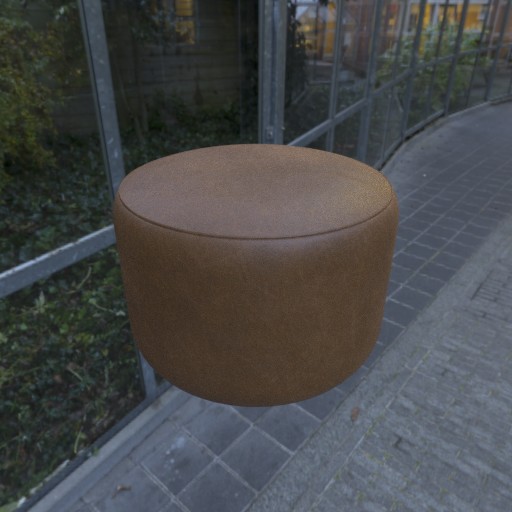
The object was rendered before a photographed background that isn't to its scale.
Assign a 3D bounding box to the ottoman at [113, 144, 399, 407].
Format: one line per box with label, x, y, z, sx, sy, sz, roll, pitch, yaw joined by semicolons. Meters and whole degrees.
ottoman;0.000;0.000;1.040;0.607;0.438;0.607;0;28;0
